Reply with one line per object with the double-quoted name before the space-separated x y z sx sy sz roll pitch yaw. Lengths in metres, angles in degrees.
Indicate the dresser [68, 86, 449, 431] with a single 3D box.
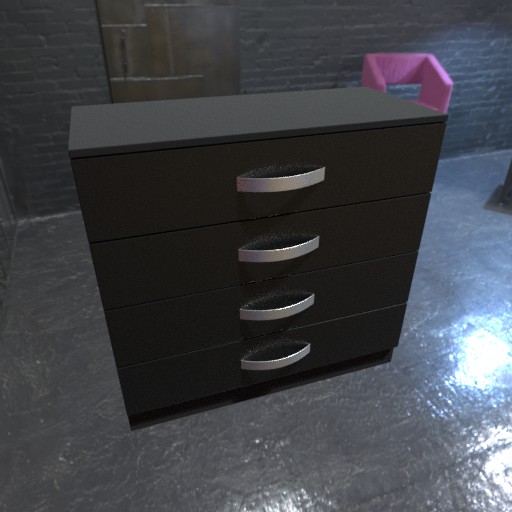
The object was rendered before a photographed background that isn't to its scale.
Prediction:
"dresser" 0.000 0.000 1.134 0.750 0.720 0.360 -10 32 -16
